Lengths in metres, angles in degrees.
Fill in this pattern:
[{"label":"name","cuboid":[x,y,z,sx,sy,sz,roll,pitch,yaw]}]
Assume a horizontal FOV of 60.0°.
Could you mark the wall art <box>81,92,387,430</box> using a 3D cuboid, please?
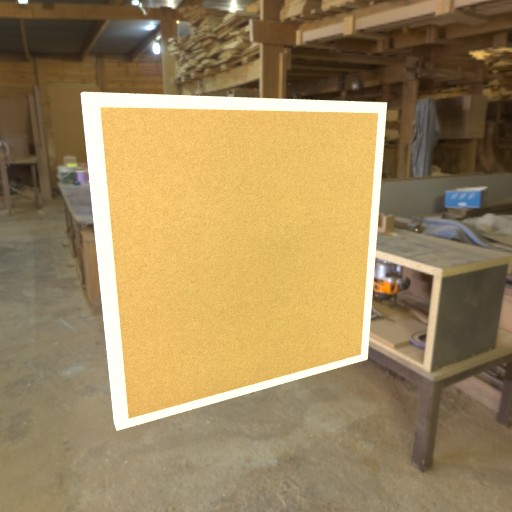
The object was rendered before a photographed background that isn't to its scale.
[{"label":"wall art","cuboid":[0.000,0.000,1.136,0.763,0.761,0.038,-8,18,-26]}]
